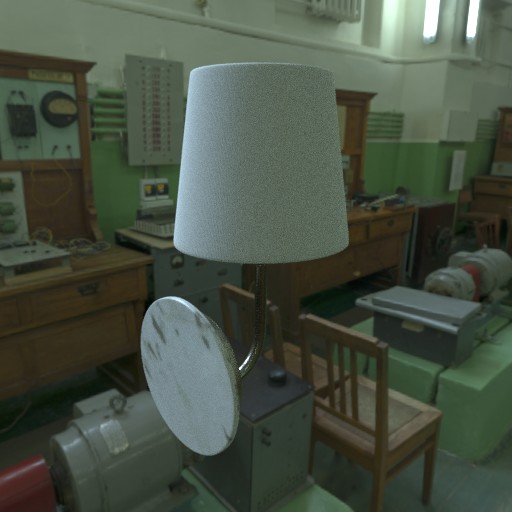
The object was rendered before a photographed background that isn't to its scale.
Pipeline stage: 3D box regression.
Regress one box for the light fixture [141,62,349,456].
[{"bbox_3d":[0.000,0.000,0.438,0.188,0.337,0.168,-14,21,-42],"label":"light fixture"}]
